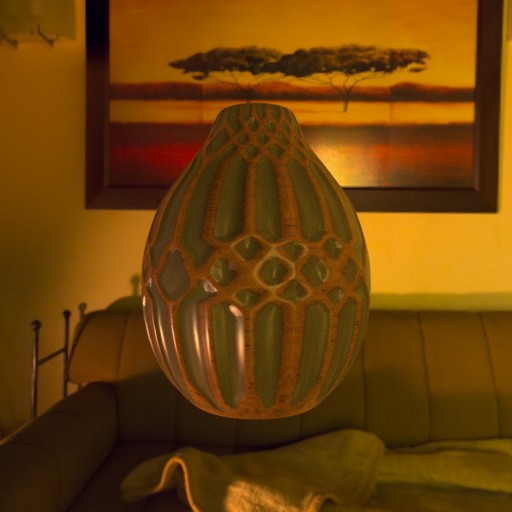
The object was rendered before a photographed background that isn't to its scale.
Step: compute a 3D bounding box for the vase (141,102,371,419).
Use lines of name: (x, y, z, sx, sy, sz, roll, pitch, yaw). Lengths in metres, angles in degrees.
vase: (0.000, 0.000, 0.138, 0.069, 0.088, 0.069, 0, 0, 0)
